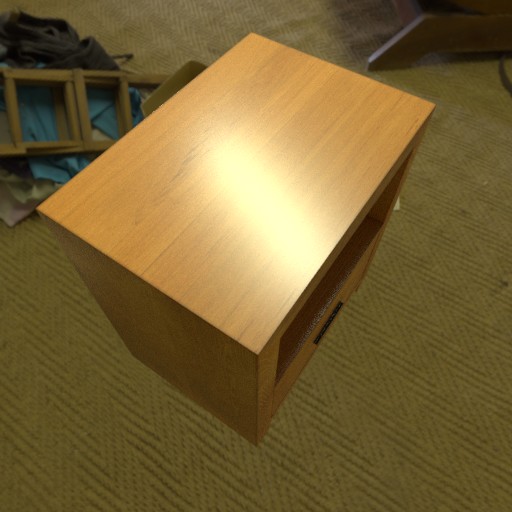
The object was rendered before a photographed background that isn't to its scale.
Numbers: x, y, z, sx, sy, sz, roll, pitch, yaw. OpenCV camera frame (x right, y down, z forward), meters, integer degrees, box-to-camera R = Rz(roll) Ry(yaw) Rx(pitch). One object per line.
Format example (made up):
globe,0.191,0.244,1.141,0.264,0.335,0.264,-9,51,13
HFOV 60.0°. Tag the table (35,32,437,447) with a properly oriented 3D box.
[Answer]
table,0.000,0.000,0.958,0.400,0.605,0.550,30,62,18
